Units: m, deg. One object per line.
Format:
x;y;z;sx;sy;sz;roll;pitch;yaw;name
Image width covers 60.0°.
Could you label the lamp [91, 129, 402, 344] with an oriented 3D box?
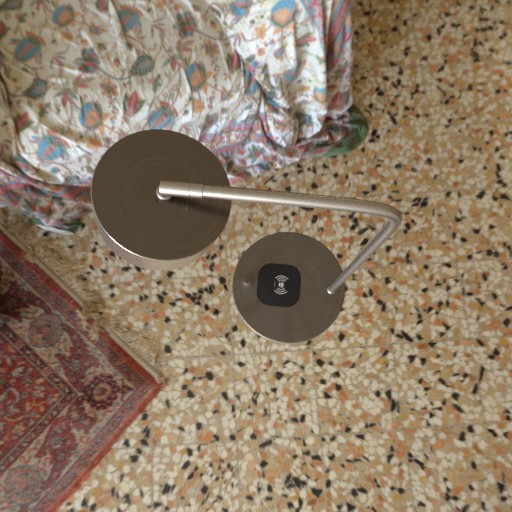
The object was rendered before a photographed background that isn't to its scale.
0.000;0.000;0.631;0.334;0.469;0.211;5;76;1;lamp
